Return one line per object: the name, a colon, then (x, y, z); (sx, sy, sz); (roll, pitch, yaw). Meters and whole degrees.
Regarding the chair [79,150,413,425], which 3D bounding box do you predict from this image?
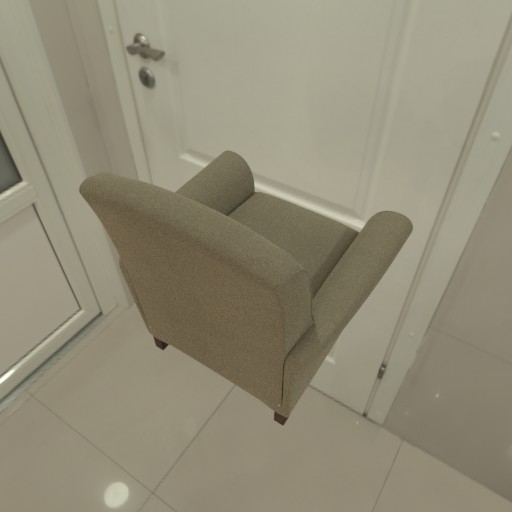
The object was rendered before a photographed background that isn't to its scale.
chair: (0.000, 0.000, 1.805); (0.978, 1.061, 0.905); (25, 50, 23)
